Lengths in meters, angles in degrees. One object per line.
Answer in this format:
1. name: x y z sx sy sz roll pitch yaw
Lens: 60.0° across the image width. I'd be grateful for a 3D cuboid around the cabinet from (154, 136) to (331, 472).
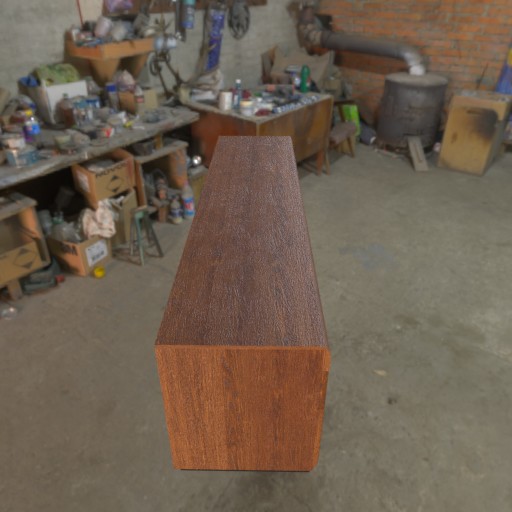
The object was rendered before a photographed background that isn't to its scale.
1. cabinet: 0.000 0.000 1.783 0.419 0.510 1.600 0 31 1
